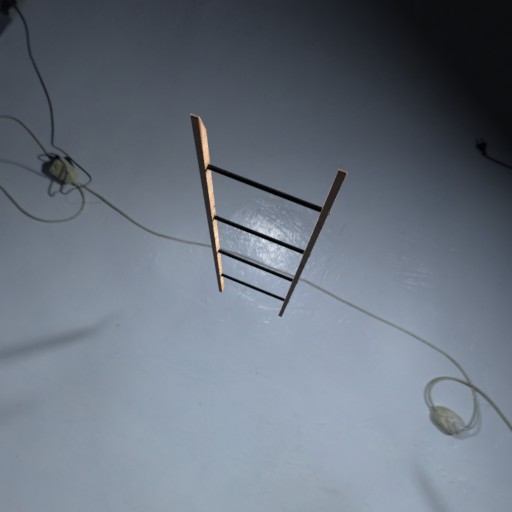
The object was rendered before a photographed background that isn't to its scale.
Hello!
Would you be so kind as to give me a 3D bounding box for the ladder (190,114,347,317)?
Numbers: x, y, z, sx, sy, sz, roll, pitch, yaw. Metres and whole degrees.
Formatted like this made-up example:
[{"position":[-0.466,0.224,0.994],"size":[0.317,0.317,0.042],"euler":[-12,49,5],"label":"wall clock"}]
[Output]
[{"position":[0.000,0.000,2.002],"size":[0.442,1.805,0.200],"euler":[22,77,5],"label":"ladder"}]
